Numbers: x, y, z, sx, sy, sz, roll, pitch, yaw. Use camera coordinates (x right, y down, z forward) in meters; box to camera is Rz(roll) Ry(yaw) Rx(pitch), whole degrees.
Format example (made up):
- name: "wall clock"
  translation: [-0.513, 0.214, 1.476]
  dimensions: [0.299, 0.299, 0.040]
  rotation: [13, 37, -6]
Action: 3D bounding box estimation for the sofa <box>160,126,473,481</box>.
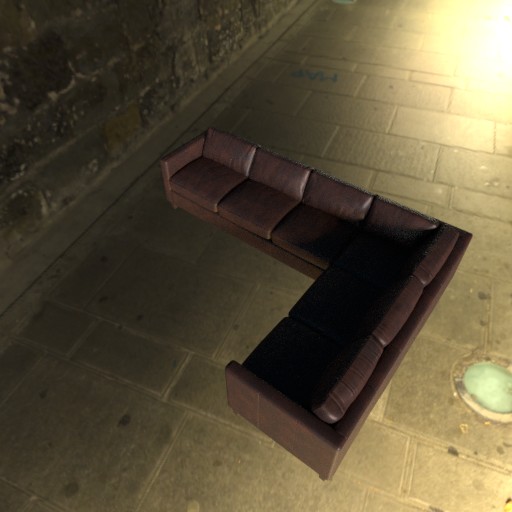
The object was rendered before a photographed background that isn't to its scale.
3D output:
- name: "sofa"
  translation: [0.000, 0.000, 4.224]
  dimensions: [3.152, 0.836, 2.438]
  rotation: [29, 52, 25]
